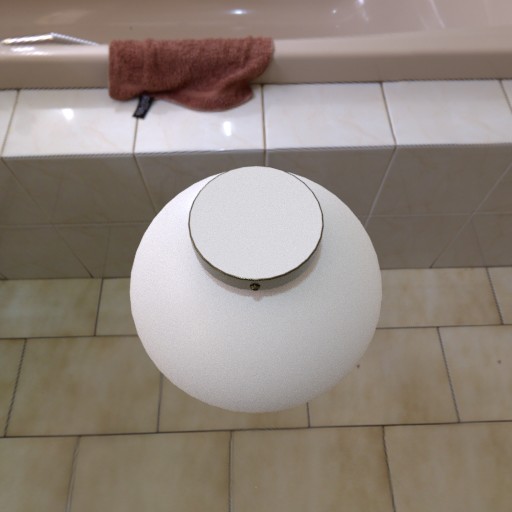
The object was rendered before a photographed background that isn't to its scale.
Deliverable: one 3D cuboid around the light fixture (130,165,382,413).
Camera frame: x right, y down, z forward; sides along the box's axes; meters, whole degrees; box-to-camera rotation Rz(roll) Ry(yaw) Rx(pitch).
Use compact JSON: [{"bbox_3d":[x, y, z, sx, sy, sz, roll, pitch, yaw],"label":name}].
[{"bbox_3d":[0.000,0.000,0.563,0.355,0.177,0.355,0,62,0],"label":"light fixture"}]
